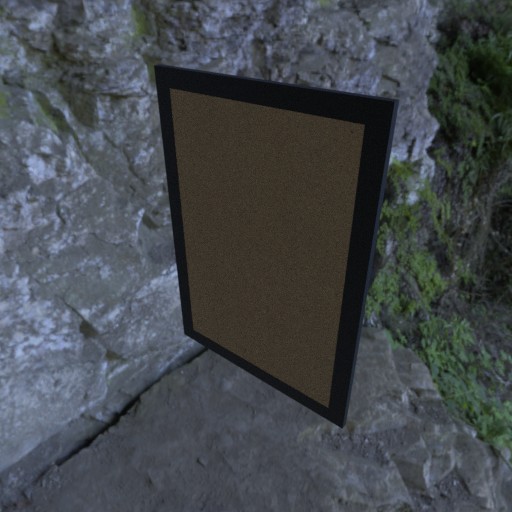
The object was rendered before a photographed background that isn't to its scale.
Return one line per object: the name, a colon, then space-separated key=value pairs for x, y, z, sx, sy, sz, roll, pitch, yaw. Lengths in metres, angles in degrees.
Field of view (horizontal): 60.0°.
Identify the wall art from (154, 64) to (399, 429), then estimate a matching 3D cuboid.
wall art: x=0.000 y=0.000 z=0.710 sx=0.381 sy=0.534 sz=0.013 roll=23 pitch=38 yaw=32
